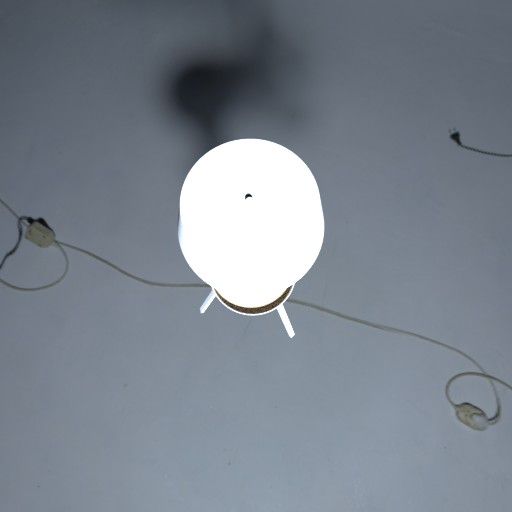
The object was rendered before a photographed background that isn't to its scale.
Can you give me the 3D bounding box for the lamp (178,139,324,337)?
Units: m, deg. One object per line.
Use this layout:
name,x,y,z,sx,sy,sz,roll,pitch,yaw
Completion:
lamp,0.000,0.000,1.648,0.508,1.429,0.468,15,77,3
